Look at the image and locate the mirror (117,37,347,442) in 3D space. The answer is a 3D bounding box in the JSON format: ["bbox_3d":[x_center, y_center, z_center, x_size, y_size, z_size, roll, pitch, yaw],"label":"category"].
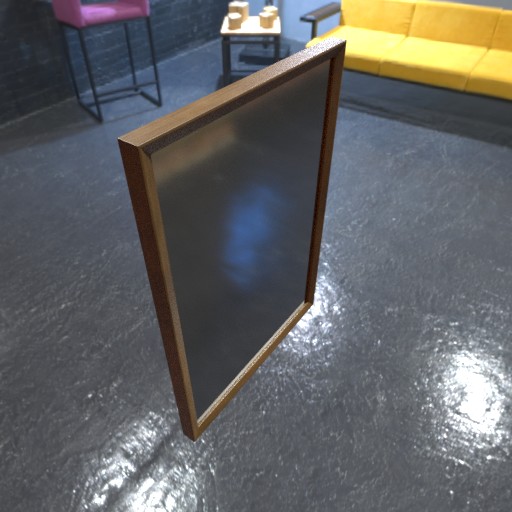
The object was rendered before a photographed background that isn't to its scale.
[{"bbox_3d":[0.000,0.000,0.898,0.039,0.711,0.508,26,48,26],"label":"mirror"}]
